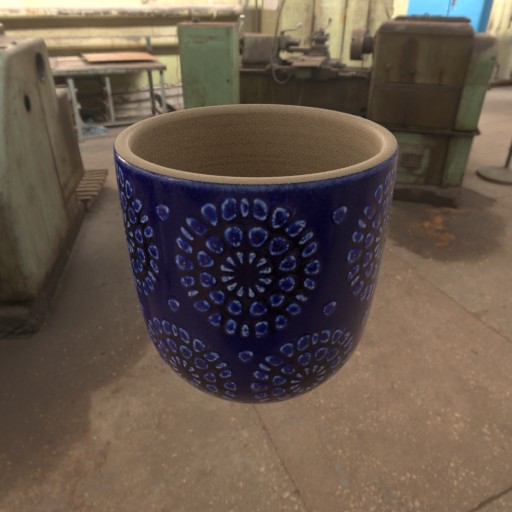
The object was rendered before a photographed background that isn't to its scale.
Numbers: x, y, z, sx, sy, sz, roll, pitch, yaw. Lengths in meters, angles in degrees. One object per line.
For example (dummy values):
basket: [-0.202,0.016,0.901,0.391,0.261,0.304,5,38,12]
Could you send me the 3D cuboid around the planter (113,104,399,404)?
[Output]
planter: [0.000,0.000,0.201,0.109,0.112,0.109,0,30,0]
